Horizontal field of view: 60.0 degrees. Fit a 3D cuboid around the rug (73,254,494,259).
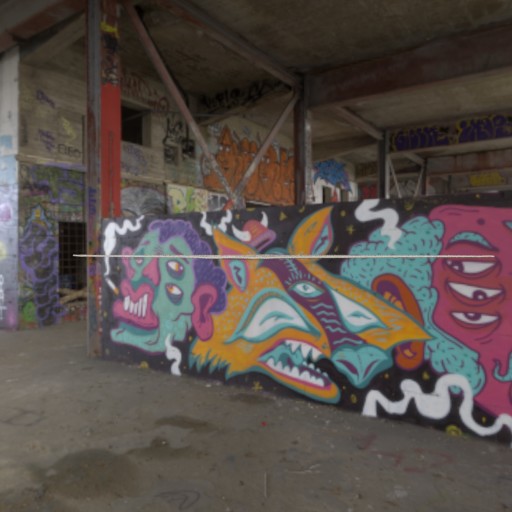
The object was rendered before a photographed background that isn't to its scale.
[{"bbox_3d":[0.000,0.000,4.027,2.451,0.026,3.069,0,0,-35],"label":"rug"}]
